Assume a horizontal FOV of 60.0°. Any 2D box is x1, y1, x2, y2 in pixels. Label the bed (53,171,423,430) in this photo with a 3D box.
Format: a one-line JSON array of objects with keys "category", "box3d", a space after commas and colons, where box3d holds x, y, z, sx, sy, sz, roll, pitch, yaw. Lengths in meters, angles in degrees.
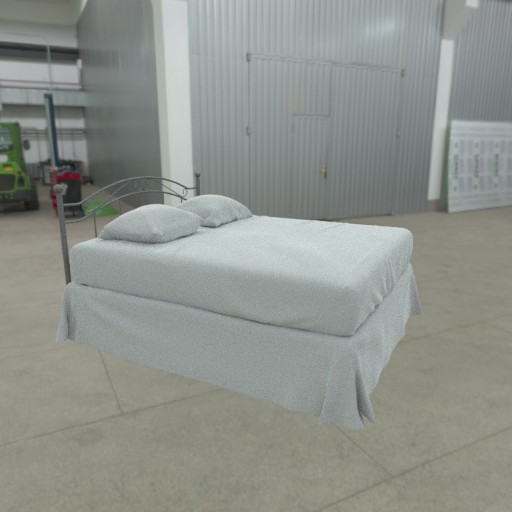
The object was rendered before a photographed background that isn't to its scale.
[{"category": "bed", "box3d": [0.000, 0.000, 3.257, 2.215, 1.080, 1.936, 7, 16, 27]}]
